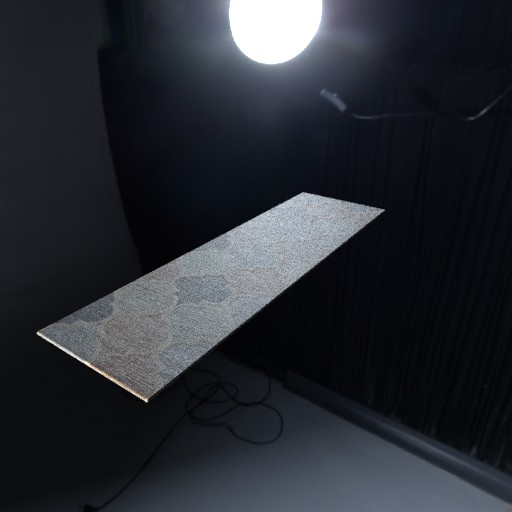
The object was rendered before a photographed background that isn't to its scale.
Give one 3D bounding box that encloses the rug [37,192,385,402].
[{"bbox_3d":[0.000,0.000,2.557,0.687,0.011,2.287,18,32,31],"label":"rug"}]
